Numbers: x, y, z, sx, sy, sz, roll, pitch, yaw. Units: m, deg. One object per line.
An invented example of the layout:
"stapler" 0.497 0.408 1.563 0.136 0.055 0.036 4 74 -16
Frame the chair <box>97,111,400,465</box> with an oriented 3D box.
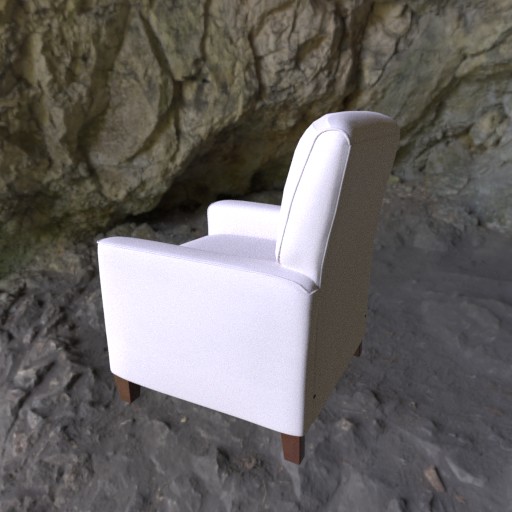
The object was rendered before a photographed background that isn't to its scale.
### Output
"chair" 0.000 0.000 1.656 0.858 1.028 0.841 9 20 25
